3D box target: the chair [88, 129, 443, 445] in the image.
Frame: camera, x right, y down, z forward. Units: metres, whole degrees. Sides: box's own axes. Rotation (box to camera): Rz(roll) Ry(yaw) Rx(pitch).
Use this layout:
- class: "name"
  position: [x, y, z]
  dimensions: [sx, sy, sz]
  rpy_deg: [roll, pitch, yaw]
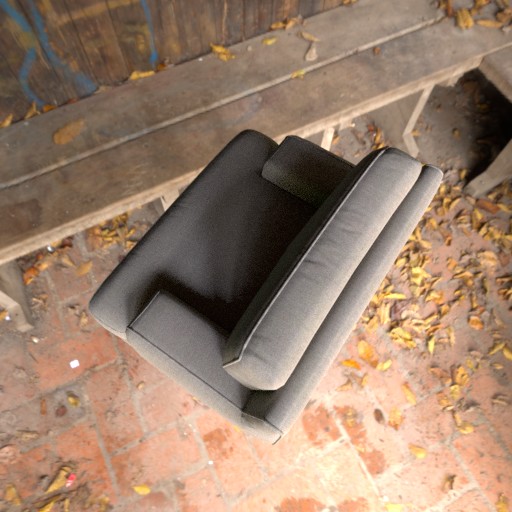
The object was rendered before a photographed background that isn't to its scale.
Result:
- class: "chair"
  position: [0.000, 0.000, 2.003]
  dimensions: [1.043, 0.974, 1.270]
  rpy_deg: [32, 69, 14]
